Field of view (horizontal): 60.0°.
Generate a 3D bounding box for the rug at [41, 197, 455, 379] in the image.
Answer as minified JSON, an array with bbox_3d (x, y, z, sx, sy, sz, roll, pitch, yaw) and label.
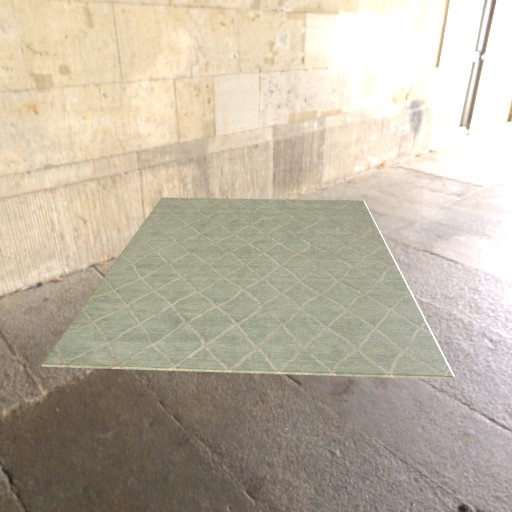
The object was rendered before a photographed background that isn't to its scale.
[{"bbox_3d":[0.000,0.000,3.940,2.420,0.019,3.039,1,26,2],"label":"rug"}]
